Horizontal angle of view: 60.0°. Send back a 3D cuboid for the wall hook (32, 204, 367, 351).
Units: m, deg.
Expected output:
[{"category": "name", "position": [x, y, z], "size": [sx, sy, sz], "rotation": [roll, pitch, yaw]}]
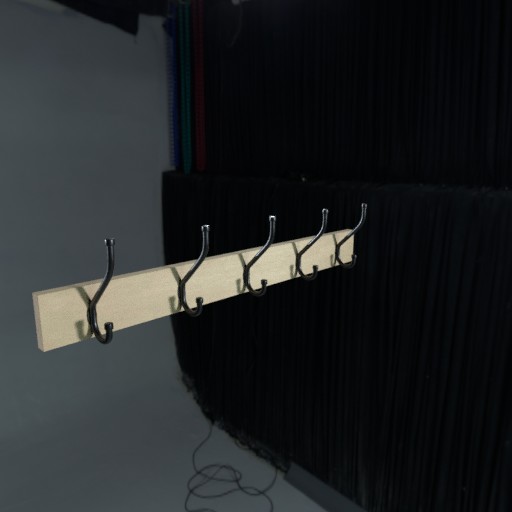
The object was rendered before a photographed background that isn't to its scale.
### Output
[{"category": "wall hook", "position": [0.000, 0.000, 0.621], "size": [0.071, 0.117, 0.571], "rotation": [12, 17, 43]}]
